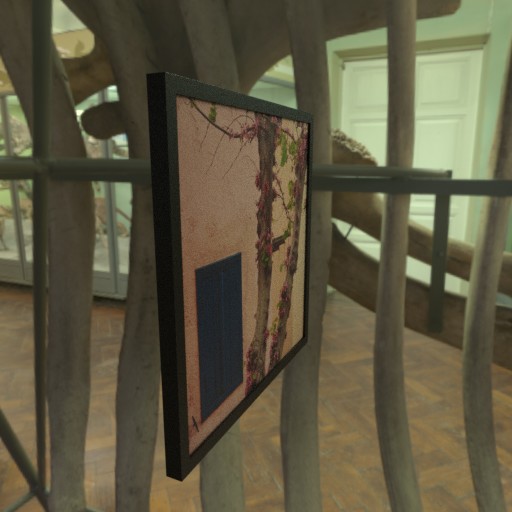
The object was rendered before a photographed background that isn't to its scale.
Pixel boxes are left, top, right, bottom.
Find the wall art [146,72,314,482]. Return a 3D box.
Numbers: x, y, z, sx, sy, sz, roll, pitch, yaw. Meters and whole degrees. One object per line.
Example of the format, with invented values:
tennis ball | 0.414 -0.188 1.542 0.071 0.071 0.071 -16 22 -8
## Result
wall art | 0.000 0.000 1.139 0.038 0.762 0.762 6 14 25
